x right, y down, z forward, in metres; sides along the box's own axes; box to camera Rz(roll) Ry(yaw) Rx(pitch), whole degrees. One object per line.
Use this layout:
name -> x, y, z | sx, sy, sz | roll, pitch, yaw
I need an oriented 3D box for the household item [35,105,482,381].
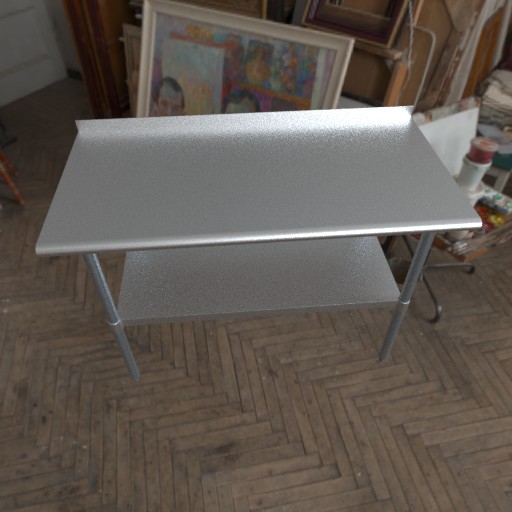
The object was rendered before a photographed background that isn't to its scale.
household item -> 0.000, 0.000, 1.683 | 1.219, 0.851, 0.610 | -4, 45, -4
